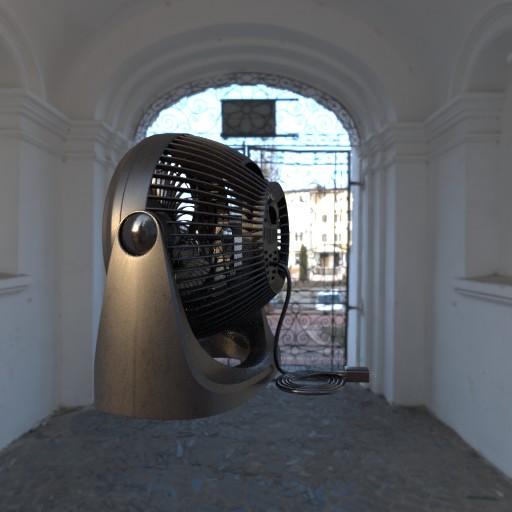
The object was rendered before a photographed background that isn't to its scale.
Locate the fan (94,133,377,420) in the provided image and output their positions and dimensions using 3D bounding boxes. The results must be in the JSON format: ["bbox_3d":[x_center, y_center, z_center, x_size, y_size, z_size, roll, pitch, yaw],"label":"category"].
[{"bbox_3d":[0.000,0.000,0.489,0.256,0.277,0.273,0,1,16],"label":"fan"}]
